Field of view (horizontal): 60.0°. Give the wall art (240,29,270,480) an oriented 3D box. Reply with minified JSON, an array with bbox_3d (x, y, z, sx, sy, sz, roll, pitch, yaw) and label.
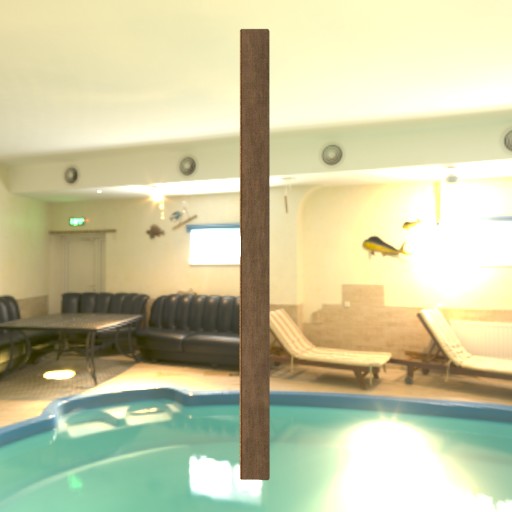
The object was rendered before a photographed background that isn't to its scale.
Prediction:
[{"bbox_3d":[0.000,0.000,1.110,0.050,0.751,0.749,0,-1,0],"label":"wall art"}]
